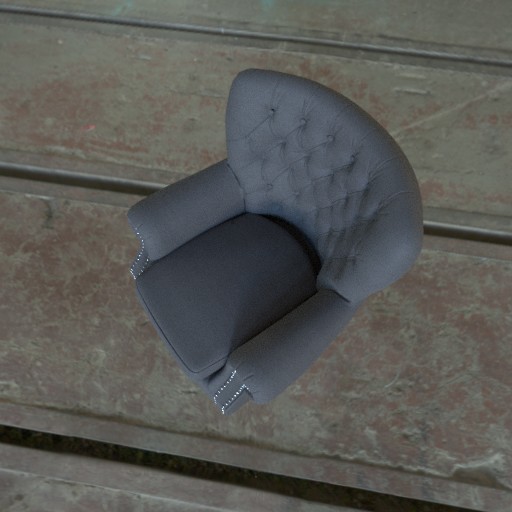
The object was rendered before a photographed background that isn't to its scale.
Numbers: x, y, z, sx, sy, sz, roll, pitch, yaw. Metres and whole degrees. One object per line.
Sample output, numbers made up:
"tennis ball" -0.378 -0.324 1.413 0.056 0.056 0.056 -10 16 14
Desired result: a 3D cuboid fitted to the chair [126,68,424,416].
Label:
"chair" 0.000 0.000 1.808 0.983 1.046 0.983 -33 68 -15
